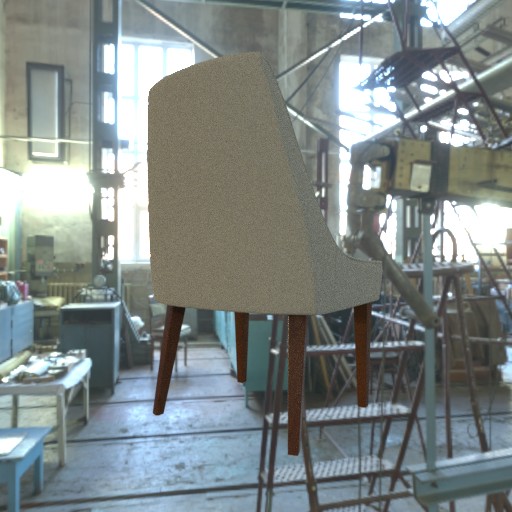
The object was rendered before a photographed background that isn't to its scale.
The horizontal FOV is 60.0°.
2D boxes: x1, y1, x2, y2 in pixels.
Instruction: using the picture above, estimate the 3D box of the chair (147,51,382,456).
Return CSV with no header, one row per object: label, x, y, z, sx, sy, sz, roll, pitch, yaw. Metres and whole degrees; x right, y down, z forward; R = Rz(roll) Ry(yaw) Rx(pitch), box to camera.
chair,0.000,0.000,1.206,0.529,0.861,0.544,0,-1,35
